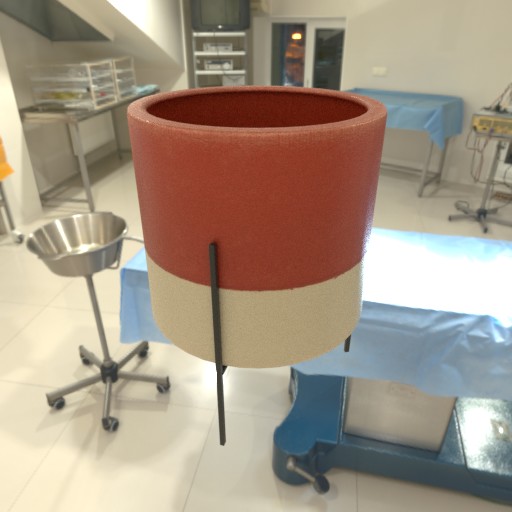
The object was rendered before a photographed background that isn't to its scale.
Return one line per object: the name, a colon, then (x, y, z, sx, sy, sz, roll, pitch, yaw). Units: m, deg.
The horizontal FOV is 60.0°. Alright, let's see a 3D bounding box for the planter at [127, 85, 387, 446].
planter: (0.000, 0.000, 0.704, 0.345, 0.465, 0.354, 8, 30, 15)
